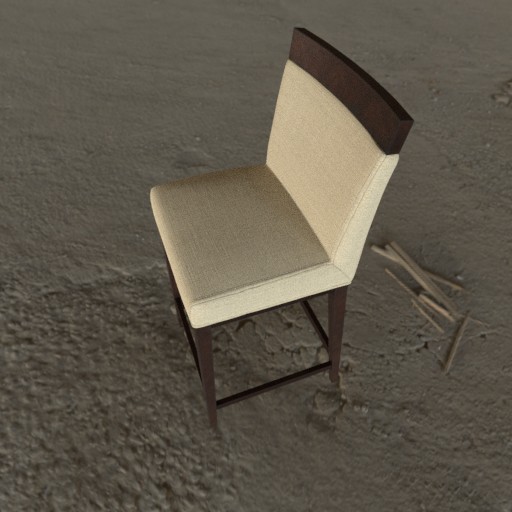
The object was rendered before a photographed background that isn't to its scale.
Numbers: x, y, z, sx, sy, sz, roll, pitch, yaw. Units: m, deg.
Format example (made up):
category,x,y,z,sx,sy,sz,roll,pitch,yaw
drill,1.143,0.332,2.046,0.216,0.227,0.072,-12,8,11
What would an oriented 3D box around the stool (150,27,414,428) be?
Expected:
category,x,y,z,sx,sy,sz,roll,pitch,yaw
stool,0.000,0.000,1.373,0.531,1.117,0.511,-16,49,-14
